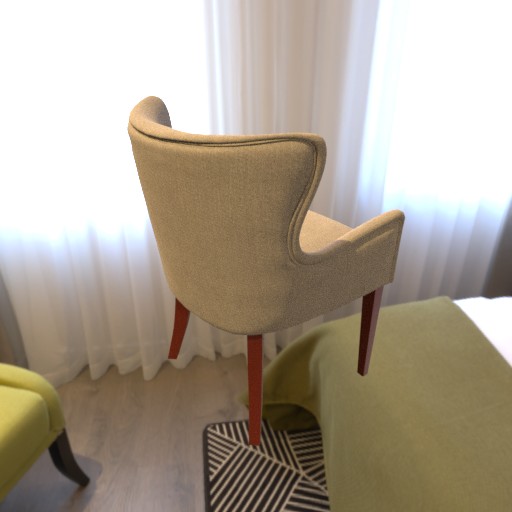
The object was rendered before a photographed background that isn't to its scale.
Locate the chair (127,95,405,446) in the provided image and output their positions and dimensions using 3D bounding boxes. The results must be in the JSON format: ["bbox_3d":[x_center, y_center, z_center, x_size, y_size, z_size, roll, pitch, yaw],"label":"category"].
[{"bbox_3d":[0.000,0.000,1.445,0.677,0.948,0.732,-20,34,-34],"label":"chair"}]
